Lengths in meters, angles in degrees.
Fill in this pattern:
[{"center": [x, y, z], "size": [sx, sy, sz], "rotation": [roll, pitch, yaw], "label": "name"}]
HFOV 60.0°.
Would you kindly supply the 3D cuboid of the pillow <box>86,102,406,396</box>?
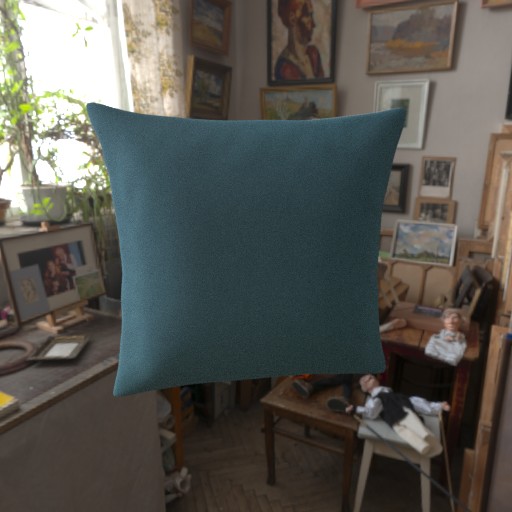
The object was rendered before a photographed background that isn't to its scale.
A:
[{"center": [0.000, 0.000, 0.783], "size": [0.526, 0.507, 0.166], "rotation": [-2, 14, -9], "label": "pillow"}]
